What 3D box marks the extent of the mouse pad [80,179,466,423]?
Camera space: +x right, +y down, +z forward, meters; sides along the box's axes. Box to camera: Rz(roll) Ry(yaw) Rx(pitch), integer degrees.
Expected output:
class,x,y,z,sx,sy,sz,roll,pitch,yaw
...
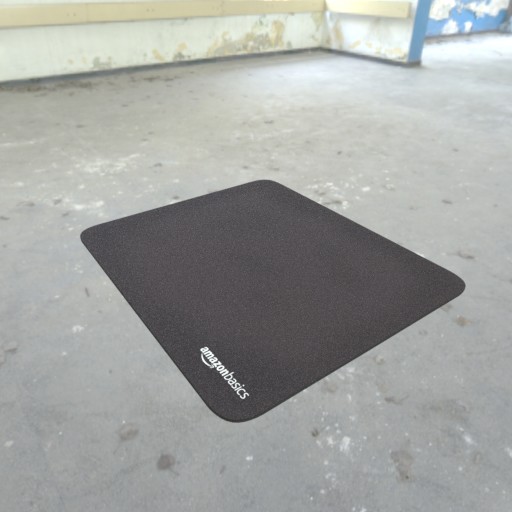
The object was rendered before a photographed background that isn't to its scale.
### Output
class,x,y,z,sx,sy,sz,roll,pitch,yaw
mouse pad,0.000,0.000,0.352,0.211,0.002,0.249,-21,38,-30
